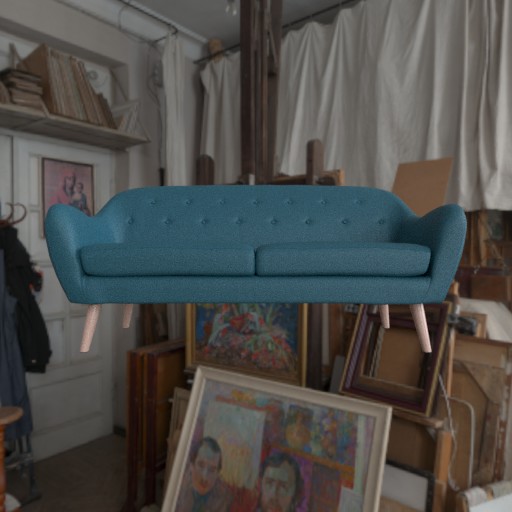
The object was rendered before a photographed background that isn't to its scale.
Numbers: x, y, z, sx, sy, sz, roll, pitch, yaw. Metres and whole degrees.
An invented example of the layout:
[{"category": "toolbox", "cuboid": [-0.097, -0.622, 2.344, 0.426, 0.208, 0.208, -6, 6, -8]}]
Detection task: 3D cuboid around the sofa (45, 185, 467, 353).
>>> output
[{"category": "sofa", "cuboid": [0.000, 0.000, 2.279, 1.840, 0.836, 0.820, 0, 1, 0]}]
